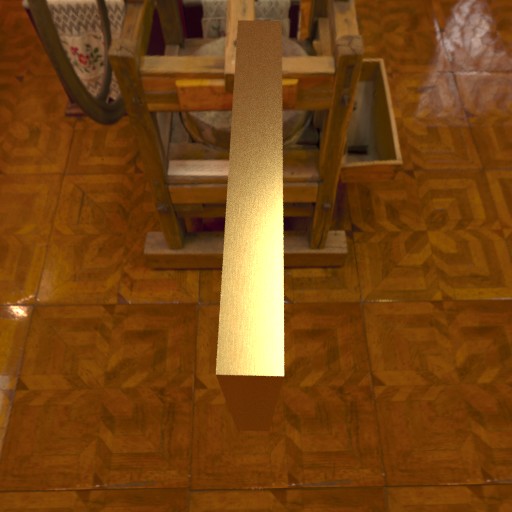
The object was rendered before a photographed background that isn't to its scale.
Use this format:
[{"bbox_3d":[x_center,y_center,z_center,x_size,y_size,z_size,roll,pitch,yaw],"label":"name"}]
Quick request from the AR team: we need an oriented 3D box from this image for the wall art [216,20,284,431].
[{"bbox_3d":[0.000,0.000,0.452,0.038,0.304,0.304,1,63,1],"label":"wall art"}]
